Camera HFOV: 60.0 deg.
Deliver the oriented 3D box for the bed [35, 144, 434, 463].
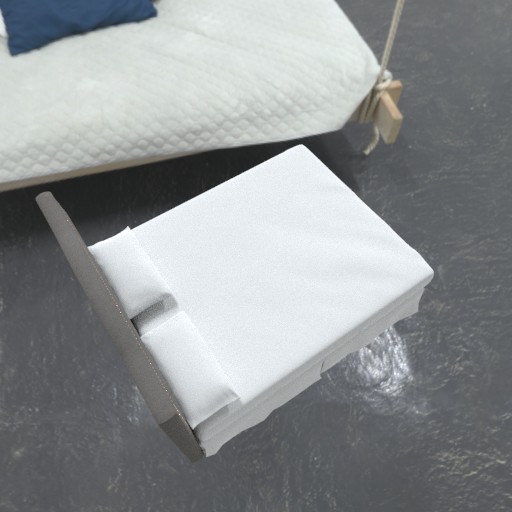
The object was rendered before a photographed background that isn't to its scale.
[{"bbox_3d":[0.000,0.000,3.342,2.282,1.436,1.821,-30,63,-17],"label":"bed"}]
